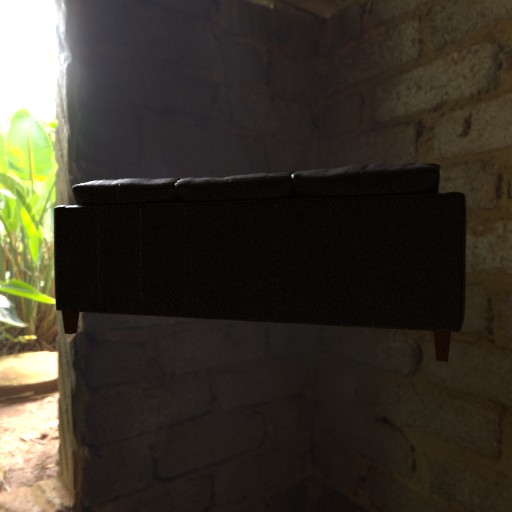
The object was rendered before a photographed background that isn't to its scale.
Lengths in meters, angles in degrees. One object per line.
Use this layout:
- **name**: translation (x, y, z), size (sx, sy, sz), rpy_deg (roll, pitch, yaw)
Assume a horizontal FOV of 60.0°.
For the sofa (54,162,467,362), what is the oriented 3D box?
- **sofa**: translation (0.000, 0.000, 2.984), size (2.464, 1.006, 1.045), rpy_deg (0, 1, 18)
